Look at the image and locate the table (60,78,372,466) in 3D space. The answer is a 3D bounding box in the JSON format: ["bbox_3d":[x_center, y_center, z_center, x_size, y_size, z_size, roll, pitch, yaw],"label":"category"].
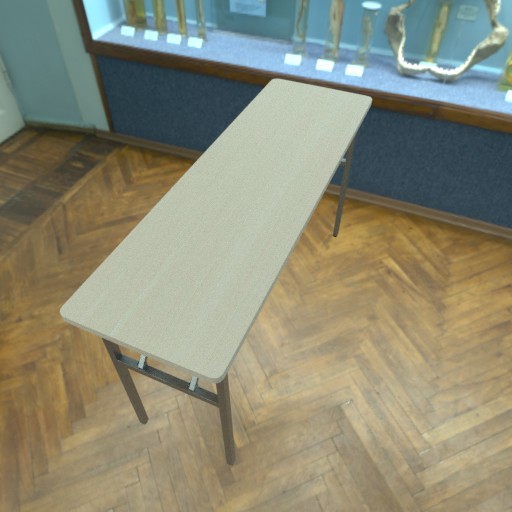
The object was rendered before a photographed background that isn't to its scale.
[{"bbox_3d":[0.000,0.000,1.722,0.446,0.750,1.397,18,49,16],"label":"table"}]
